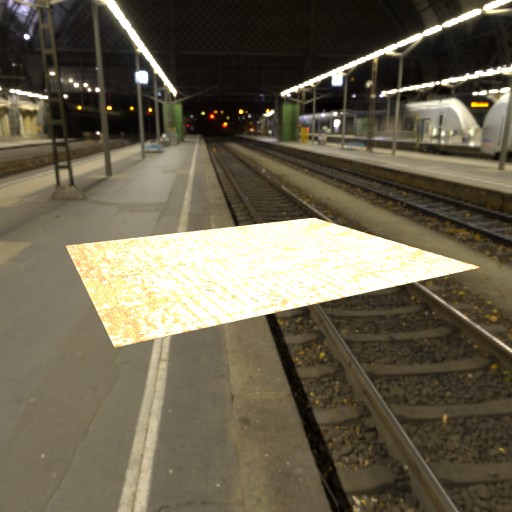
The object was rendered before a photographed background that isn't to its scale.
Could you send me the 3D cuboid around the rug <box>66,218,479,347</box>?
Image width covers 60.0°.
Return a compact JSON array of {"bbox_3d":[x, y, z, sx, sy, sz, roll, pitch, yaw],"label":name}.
[{"bbox_3d":[0.000,0.000,4.140,3.050,0.011,2.441,-8,18,-27],"label":"rug"}]
